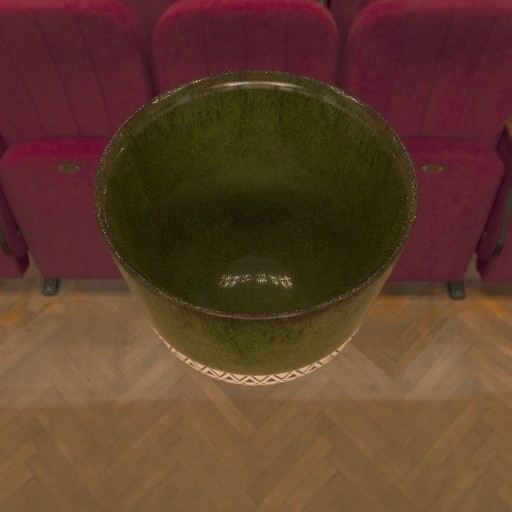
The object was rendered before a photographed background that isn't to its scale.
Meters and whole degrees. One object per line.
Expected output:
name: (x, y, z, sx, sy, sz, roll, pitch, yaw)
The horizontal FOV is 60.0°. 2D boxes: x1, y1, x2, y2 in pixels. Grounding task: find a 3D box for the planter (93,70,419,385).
planter: (0.000, 0.000, 0.481, 0.266, 0.270, 0.266, 0, 58, 0)
